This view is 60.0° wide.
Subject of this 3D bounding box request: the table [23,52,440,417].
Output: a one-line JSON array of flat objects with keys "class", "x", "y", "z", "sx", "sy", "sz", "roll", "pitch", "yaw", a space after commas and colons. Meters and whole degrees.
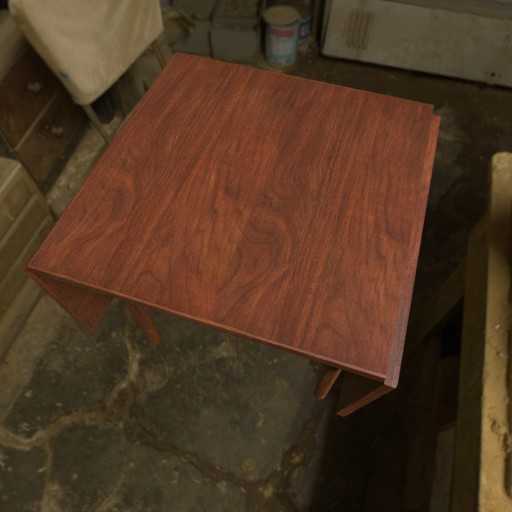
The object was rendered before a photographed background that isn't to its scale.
[{"class": "table", "x": 0.000, "y": 0.000, "z": 1.427, "sx": 0.843, "sy": 0.763, "sz": 0.812, "roll": 16, "pitch": 60, "yaw": 9}]
